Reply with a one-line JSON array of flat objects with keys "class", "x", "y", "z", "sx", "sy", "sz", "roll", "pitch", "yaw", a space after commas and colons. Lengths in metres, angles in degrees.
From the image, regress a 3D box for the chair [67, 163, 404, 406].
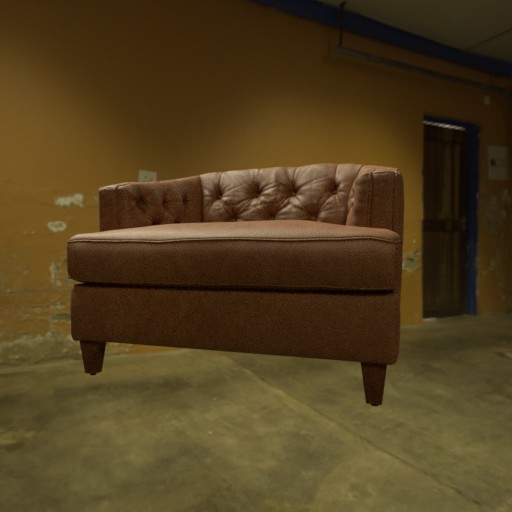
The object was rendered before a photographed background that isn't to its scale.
[{"class": "chair", "x": 0.000, "y": 0.000, "z": 1.766, "sx": 1.119, "sy": 0.836, "sz": 0.911, "roll": 0, "pitch": 1, "yaw": 19}]
